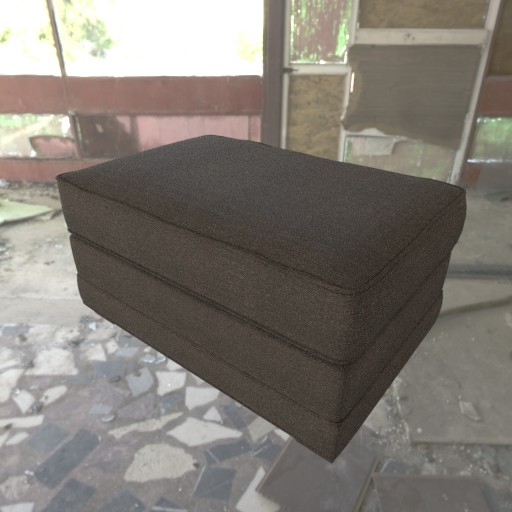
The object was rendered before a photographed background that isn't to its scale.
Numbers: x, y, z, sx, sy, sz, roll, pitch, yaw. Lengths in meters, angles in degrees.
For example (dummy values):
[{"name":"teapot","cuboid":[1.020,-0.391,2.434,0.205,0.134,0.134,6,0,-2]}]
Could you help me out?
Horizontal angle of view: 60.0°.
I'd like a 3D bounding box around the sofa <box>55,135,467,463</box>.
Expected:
[{"name":"sofa","cuboid":[0.000,0.000,1.161,0.854,0.457,0.578,21,36,33]}]
